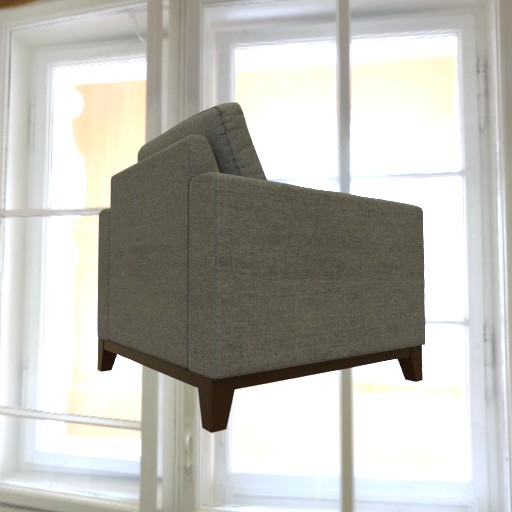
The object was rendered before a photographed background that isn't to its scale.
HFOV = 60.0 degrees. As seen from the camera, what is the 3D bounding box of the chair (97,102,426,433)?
[{"bbox_3d":[0.000,0.000,1.912,1.038,1.010,1.024,2,-3,-37],"label":"chair"}]
